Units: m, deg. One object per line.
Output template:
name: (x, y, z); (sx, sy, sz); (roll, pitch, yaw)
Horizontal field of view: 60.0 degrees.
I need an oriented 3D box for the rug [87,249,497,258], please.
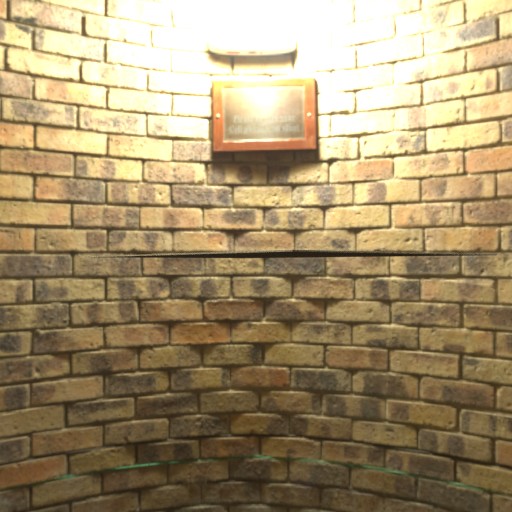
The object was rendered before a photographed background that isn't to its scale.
rug: (0.000, 0.000, 2.947); (1.507, 0.007, 2.433); (1, -1, -37)
